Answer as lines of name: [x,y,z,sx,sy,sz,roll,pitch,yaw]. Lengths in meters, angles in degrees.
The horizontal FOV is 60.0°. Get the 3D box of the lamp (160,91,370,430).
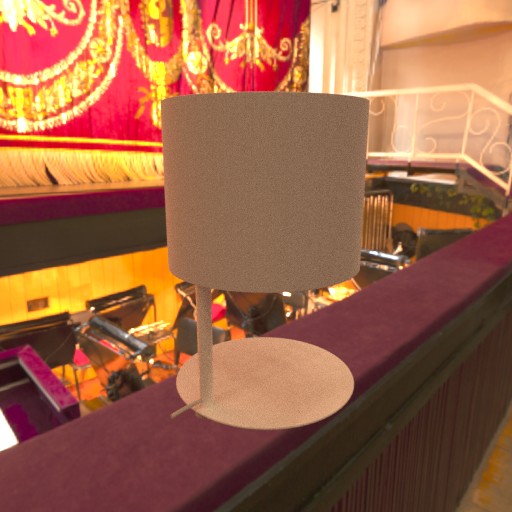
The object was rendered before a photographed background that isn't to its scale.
lamp: [0.000,0.000,0.691,0.341,0.454,0.299,-14,20,-43]
